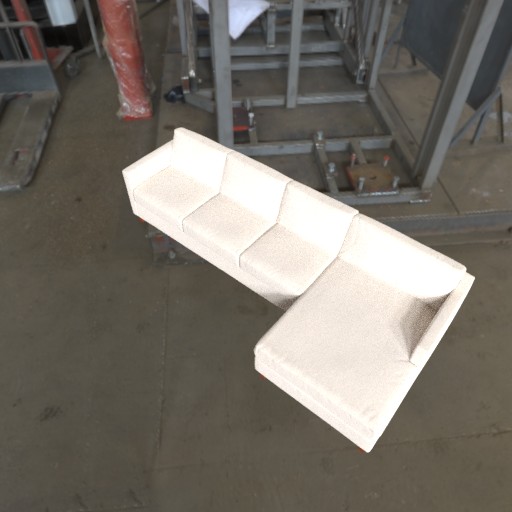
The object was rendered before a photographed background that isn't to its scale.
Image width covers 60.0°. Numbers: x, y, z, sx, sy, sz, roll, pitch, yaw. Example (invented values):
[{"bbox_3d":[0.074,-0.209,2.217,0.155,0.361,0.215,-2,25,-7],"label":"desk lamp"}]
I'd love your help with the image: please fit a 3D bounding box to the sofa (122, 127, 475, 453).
[{"bbox_3d":[0.000,0.000,4.212,3.471,0.954,1.606,31,55,25],"label":"sofa"}]
